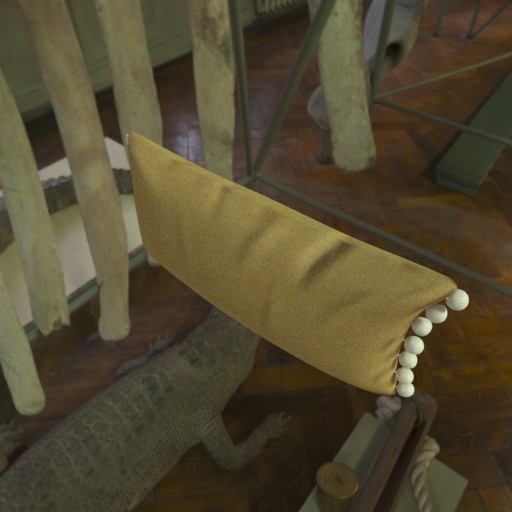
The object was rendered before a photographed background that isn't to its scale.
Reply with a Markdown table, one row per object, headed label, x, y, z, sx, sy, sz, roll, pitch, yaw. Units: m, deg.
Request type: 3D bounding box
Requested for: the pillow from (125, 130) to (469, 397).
| label | x | y | z | sx | sy | sz | roll | pitch | yaw |
| --- | --- | --- | --- | --- | --- | --- | --- | --- | --- |
| pillow | 0.000 | 0.000 | 0.832 | 0.709 | 0.322 | 0.201 | 30 | 53 | 26 |
